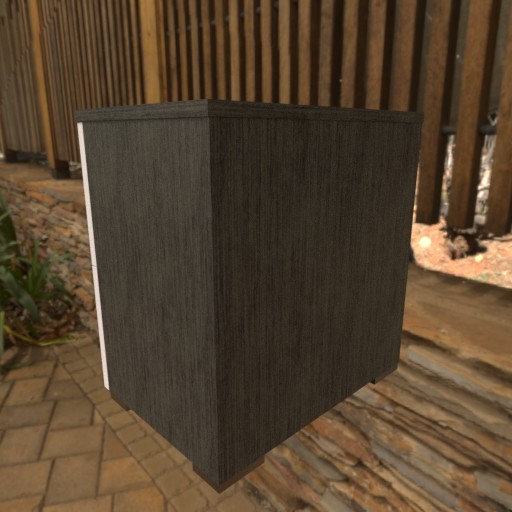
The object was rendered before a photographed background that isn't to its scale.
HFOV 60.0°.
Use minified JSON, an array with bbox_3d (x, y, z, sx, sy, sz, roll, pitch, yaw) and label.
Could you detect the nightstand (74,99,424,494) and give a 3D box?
[{"bbox_3d":[0.000,0.000,0.742,0.441,0.460,0.325,-15,21,-42],"label":"nightstand"}]
